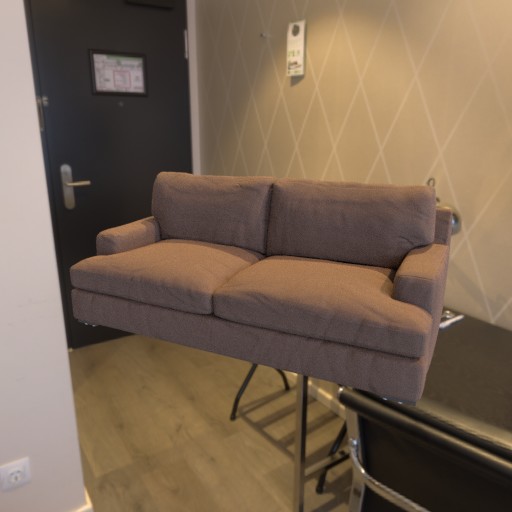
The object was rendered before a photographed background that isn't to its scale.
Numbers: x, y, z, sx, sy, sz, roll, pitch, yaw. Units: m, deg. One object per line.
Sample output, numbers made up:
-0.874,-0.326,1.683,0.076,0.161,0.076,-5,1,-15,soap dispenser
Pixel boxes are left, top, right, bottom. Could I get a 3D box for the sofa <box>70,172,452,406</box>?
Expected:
0.000,0.000,2.884,2.274,0.950,1.140,8,17,25,sofa
